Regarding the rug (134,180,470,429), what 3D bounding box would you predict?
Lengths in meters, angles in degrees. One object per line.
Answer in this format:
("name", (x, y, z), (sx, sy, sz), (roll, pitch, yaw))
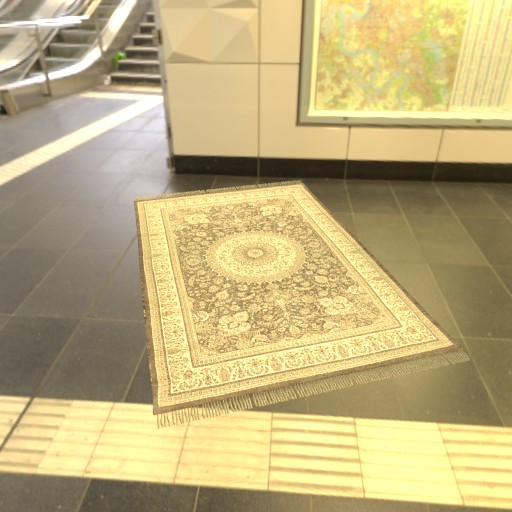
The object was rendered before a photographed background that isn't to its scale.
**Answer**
("rug", (0.000, 0.000, 4.192), (2.143, 0.015, 3.422), (-8, 32, -13))
